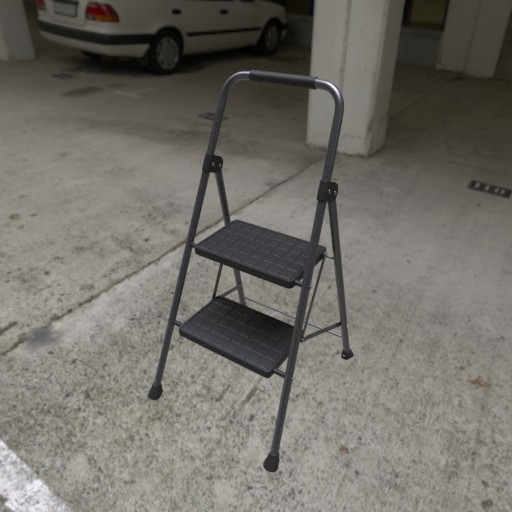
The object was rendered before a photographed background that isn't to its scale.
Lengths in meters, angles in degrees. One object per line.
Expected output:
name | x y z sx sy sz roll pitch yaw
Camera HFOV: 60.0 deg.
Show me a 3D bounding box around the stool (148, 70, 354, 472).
stool | 0.000 0.000 1.169 0.450 0.872 0.514 19 36 28
